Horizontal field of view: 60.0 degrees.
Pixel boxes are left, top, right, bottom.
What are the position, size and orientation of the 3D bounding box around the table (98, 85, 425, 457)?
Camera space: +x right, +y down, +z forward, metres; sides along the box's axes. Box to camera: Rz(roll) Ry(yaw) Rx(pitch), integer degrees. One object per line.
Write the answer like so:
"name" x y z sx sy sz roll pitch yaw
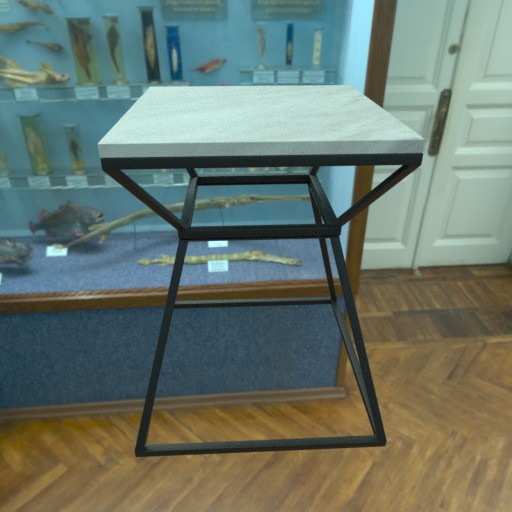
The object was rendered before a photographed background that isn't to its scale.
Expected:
"table" 0.000 0.000 0.859 0.455 0.559 0.455 -1 30 -2
